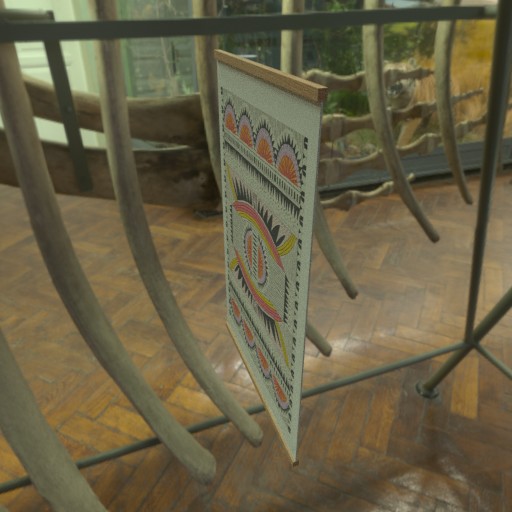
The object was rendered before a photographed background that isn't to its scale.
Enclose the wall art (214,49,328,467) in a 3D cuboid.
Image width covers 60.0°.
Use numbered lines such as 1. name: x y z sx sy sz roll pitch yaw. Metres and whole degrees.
1. wall art: 0.000 0.000 1.912 0.028 1.533 0.999 -10 32 -17
